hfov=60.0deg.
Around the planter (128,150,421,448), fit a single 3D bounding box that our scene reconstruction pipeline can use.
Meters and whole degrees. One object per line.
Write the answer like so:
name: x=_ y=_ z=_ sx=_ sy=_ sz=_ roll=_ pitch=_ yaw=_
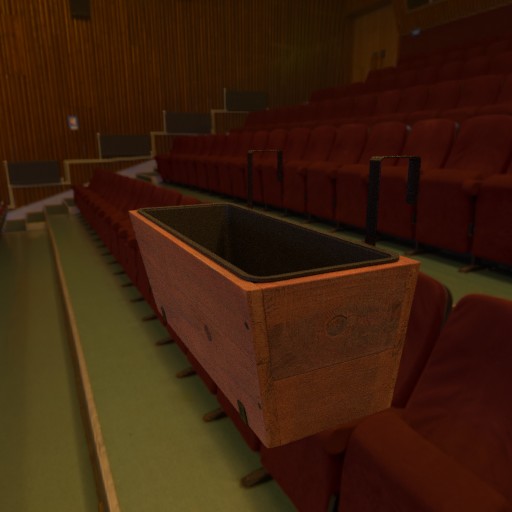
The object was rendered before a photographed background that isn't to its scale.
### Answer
planter: x=0.000 y=0.000 z=0.643 sx=0.262 sy=0.289 sz=0.480 roll=-7 pitch=16 yaw=-26
